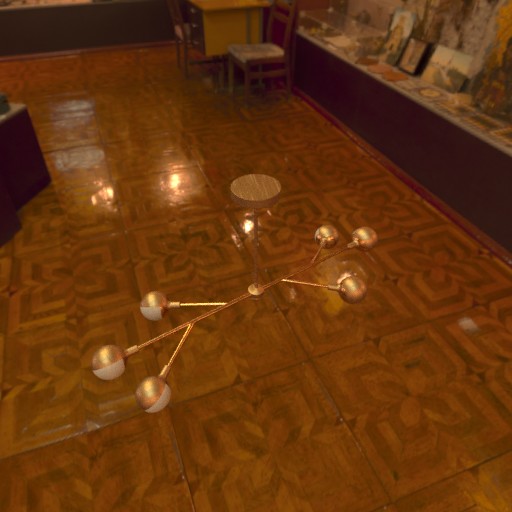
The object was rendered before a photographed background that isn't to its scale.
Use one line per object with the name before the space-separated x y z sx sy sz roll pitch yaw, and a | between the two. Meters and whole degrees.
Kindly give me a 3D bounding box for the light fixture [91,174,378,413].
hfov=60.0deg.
light fixture | 0.000 0.000 1.004 0.778 0.362 0.434 -12 41 -14
